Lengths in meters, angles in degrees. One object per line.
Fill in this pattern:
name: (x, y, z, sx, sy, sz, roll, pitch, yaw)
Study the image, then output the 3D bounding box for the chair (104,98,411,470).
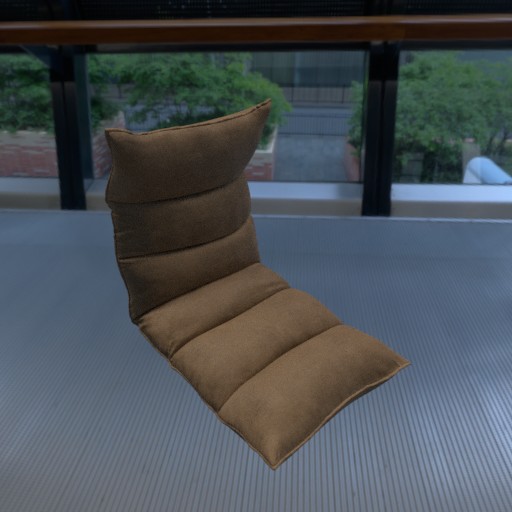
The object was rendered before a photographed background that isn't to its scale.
chair: (0.000, 0.000, 1.561, 0.714, 0.892, 0.985, -23, 37, -34)
